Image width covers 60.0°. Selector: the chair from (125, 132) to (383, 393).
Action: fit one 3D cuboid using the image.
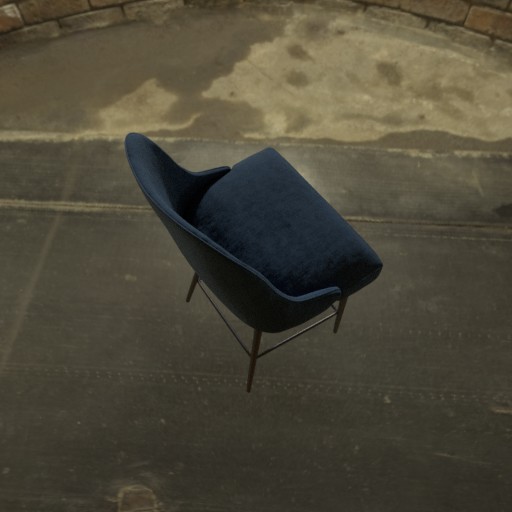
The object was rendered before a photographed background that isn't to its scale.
[{"bbox_3d":[0.000,0.000,1.258,0.489,0.927,0.526,-31,64,-17],"label":"chair"}]
